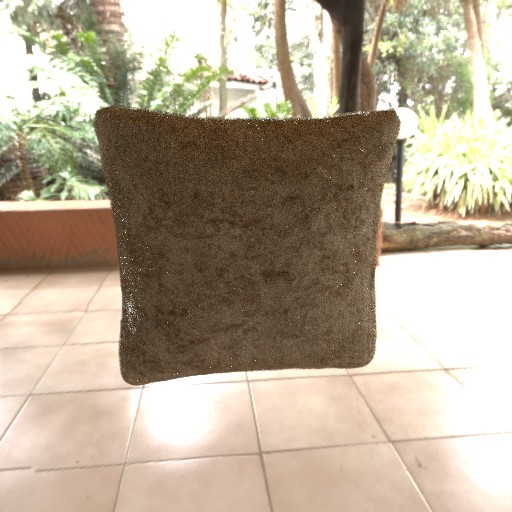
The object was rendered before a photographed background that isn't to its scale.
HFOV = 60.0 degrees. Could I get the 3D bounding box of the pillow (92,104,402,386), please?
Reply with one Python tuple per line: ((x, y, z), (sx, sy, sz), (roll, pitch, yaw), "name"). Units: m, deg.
((0.000, 0.000, 0.809), (0.538, 0.525, 0.216), (-2, 16, -7), "pillow")
